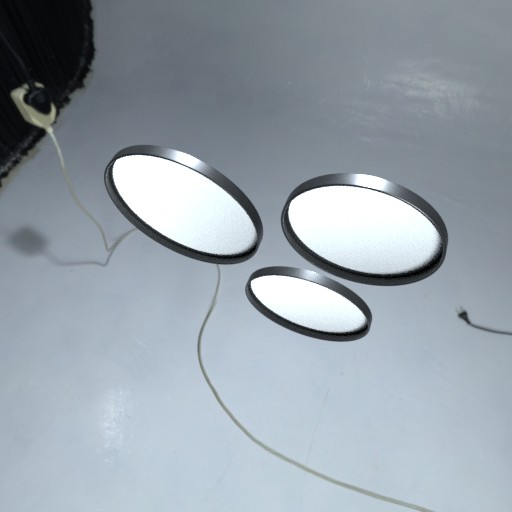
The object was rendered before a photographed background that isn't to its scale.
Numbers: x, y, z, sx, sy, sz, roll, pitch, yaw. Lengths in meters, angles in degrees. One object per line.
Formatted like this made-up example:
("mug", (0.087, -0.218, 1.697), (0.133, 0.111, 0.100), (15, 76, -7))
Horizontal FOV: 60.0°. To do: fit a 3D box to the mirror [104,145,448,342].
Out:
("mirror", (0.000, 0.000, 3.116), (2.160, 2.096, 0.076), (18, 61, 10))
